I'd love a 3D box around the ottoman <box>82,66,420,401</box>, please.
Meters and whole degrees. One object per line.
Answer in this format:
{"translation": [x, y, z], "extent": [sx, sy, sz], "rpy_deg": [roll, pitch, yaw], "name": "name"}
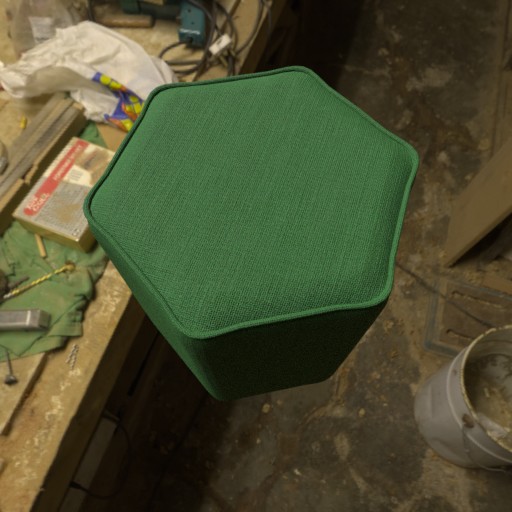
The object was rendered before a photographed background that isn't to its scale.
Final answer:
{"translation": [0.000, 0.000, 0.851], "extent": [0.444, 0.507, 0.499], "rpy_deg": [17, 64, 8], "name": "ottoman"}
